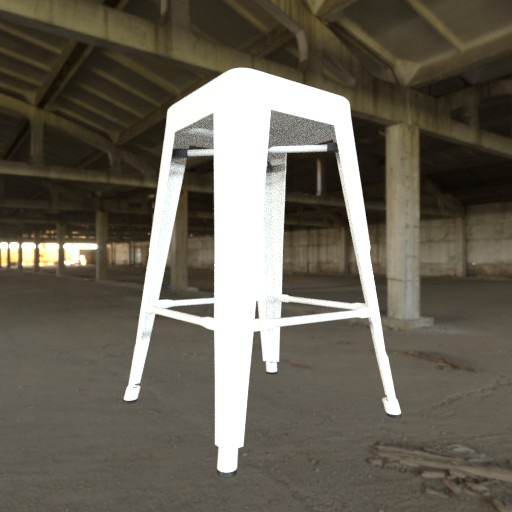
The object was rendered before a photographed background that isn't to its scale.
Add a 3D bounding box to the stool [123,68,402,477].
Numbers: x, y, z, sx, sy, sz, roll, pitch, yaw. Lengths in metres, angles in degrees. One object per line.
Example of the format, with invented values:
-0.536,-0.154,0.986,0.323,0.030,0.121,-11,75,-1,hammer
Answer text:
0.000,0.000,0.888,0.406,0.610,0.406,0,0,-36,stool
